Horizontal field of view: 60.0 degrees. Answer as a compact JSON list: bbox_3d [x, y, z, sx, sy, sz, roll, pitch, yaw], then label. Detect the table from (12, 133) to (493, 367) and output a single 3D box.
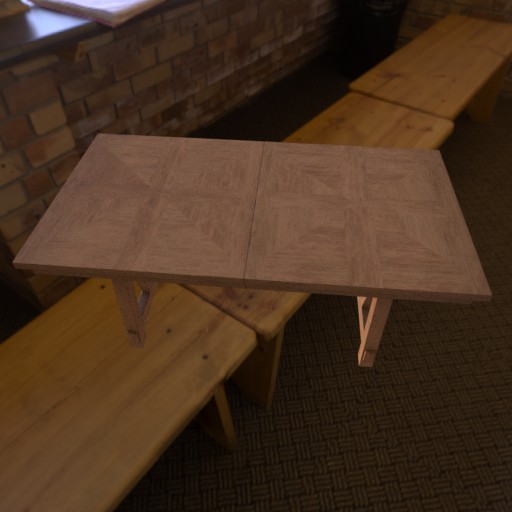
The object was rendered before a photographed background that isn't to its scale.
[{"bbox_3d":[0.000,0.000,2.354,1.881,0.768,1.016,4,45,4],"label":"table"}]
